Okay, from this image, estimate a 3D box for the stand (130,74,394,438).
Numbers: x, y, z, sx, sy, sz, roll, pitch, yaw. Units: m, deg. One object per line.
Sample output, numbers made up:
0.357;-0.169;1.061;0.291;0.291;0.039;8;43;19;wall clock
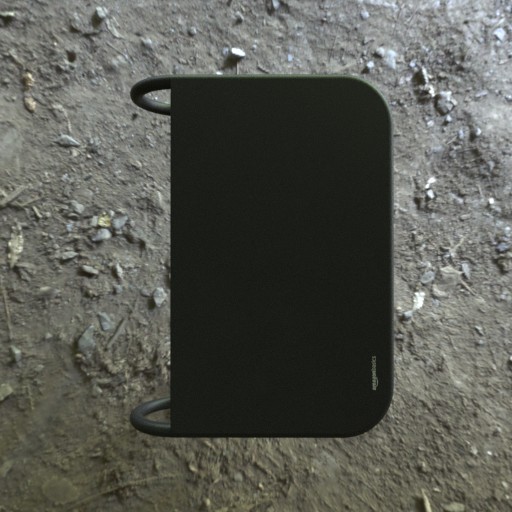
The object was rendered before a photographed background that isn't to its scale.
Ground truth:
0.000;0.000;0.497;0.280;0.108;0.370;0;90;0;stand
